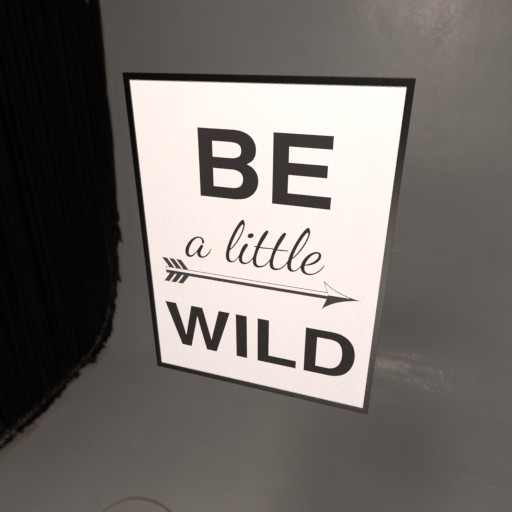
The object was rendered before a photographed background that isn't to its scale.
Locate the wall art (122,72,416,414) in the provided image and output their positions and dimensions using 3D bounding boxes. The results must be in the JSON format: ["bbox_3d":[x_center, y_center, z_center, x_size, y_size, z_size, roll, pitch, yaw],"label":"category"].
[{"bbox_3d":[0.000,0.000,0.769,0.442,0.582,0.013,8,27,17],"label":"wall art"}]
